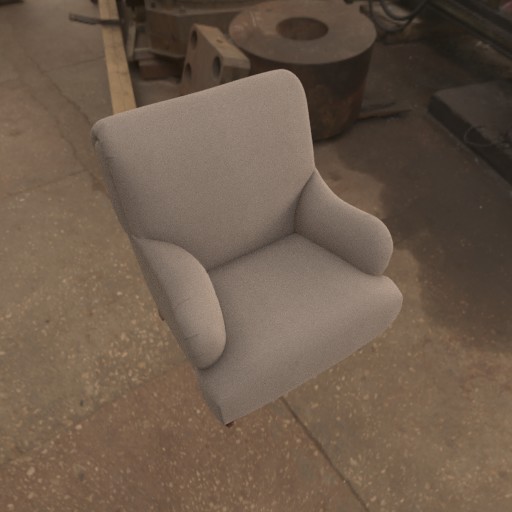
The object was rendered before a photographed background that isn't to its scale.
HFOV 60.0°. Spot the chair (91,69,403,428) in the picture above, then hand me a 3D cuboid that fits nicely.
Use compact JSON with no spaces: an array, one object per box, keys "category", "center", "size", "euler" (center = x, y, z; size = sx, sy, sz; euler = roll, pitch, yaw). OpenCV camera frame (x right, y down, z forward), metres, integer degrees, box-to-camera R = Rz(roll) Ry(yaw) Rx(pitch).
[{"category":"chair","center":[0.000,0.000,1.575],"size":[0.766,0.942,0.842],"euler":[-24,52,-21]}]
